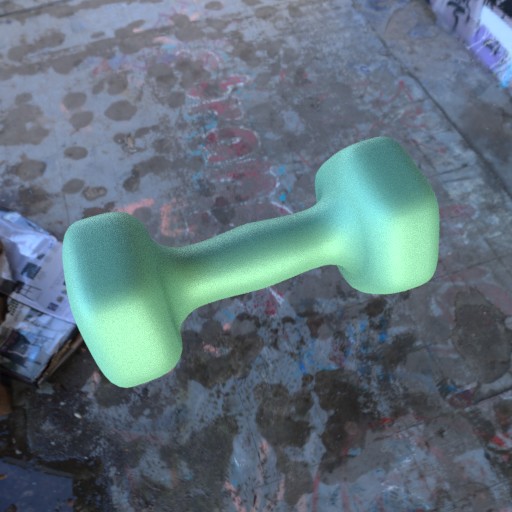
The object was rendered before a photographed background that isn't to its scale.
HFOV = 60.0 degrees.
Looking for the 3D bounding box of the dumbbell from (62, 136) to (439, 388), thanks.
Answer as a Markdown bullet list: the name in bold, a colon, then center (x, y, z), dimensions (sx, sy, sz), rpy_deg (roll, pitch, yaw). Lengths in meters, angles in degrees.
- **dumbbell**: center (0.000, 0.000, 0.333), dimensions (0.260, 0.117, 0.129), rpy_deg (-17, 60, -10)
